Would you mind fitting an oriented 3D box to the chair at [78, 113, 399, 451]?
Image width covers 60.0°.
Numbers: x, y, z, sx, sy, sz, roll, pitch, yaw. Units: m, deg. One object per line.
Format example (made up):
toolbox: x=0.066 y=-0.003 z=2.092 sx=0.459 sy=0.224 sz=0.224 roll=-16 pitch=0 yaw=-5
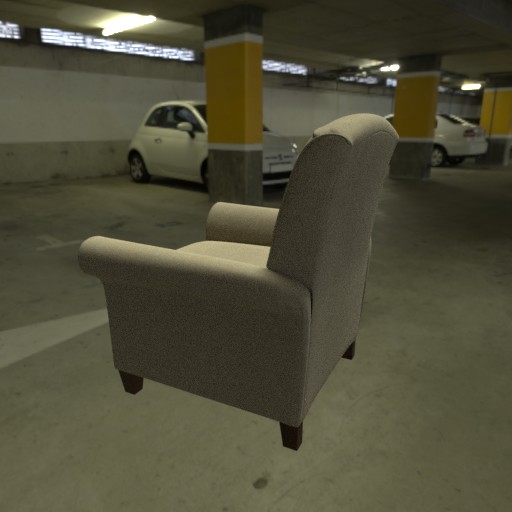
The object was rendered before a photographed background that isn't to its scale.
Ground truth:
chair: x=0.000 y=0.000 z=1.752 sx=0.905 sy=1.061 sz=0.978 roll=8 pitch=18 yaw=26
